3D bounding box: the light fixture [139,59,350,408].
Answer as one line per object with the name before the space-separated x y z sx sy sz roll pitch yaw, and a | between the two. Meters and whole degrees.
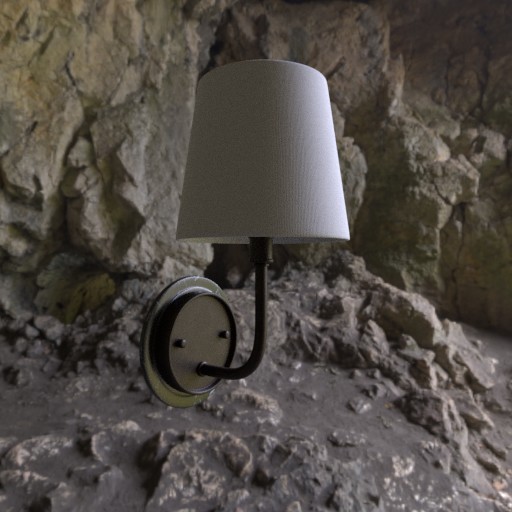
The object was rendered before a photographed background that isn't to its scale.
light fixture | 0.000 0.000 0.447 0.188 0.337 0.168 0 -1 37
